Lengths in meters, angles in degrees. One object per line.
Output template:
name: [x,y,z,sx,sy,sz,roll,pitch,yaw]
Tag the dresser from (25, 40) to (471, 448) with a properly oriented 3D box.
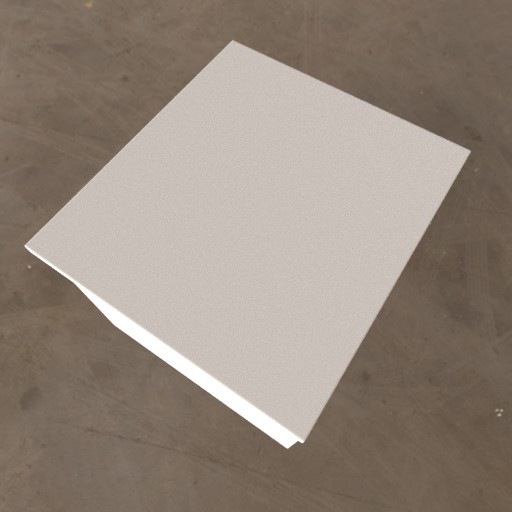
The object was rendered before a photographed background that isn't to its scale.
dresser: [0.000,0.000,0.719,0.400,0.360,0.430,31,68,14]
